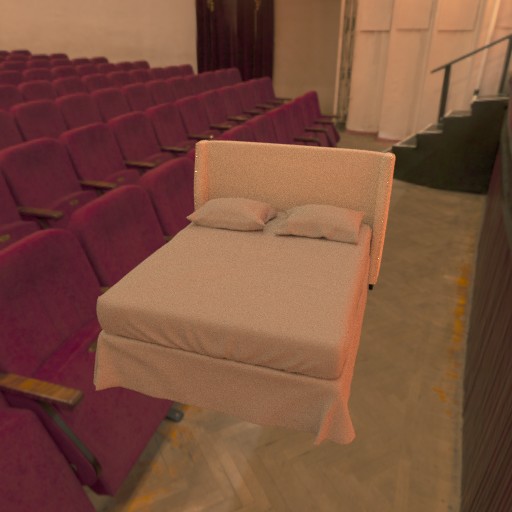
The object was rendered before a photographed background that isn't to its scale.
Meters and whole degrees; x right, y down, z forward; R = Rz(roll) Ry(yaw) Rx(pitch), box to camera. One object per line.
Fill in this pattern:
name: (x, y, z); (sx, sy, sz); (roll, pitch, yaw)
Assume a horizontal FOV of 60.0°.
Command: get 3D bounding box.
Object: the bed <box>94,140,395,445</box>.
bed: (0.000, 0.000, 3.565); (1.925, 1.332, 2.276); (8, 27, 16)
